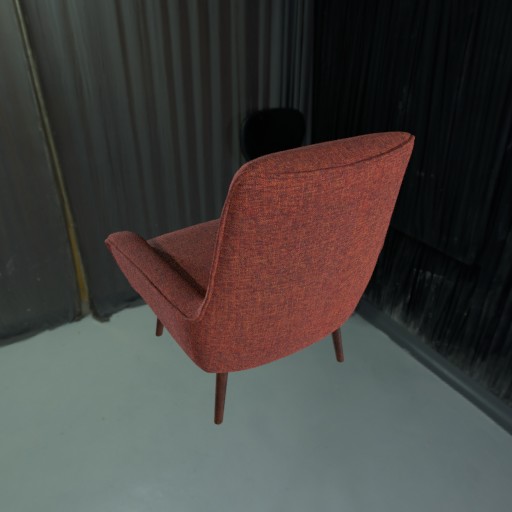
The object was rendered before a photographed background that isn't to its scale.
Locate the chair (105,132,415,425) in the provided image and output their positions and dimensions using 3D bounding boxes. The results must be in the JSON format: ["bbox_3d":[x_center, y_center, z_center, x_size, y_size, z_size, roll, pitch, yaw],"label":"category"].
[{"bbox_3d":[0.000,0.000,1.483,0.803,0.911,0.784,-18,35,-28],"label":"chair"}]
